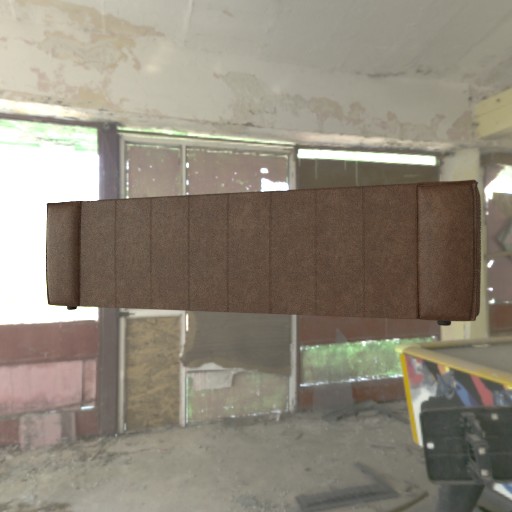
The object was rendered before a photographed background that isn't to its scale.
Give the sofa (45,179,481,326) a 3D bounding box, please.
[{"bbox_3d":[0.000,0.000,2.942,2.581,0.701,1.102,0,-1,18],"label":"sofa"}]
